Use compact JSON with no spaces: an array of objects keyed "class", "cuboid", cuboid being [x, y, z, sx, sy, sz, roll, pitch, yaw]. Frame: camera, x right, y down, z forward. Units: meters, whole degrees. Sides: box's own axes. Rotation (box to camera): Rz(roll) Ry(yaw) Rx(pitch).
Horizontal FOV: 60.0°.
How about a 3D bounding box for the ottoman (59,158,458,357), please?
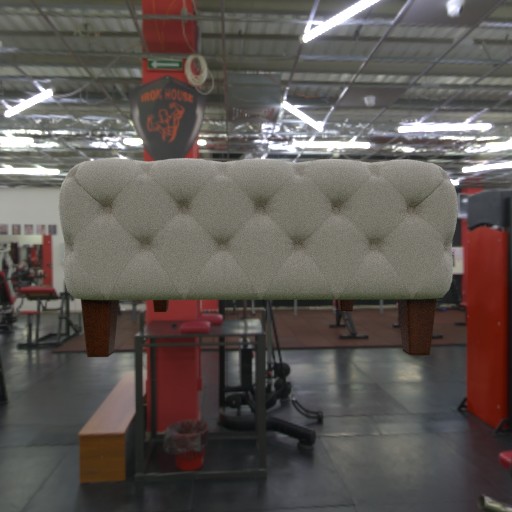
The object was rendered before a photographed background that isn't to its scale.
[{"class":"ottoman","cuboid":[0.000,0.000,1.171,0.753,0.376,0.755,0,1,-1]}]
